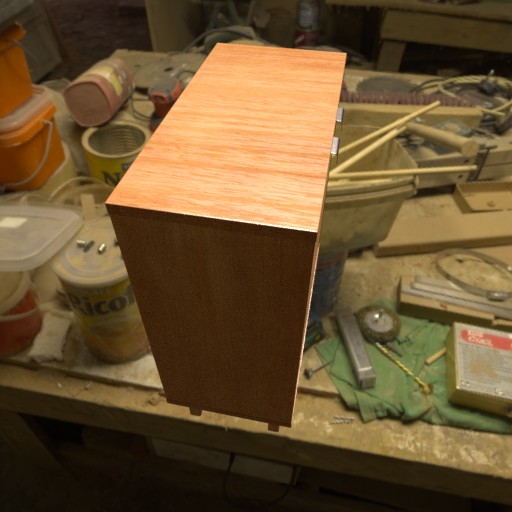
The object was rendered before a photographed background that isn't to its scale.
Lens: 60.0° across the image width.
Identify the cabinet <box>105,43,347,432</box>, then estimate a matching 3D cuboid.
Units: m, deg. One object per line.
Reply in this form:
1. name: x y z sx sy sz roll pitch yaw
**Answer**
1. cabinet: 0.000 0.000 1.427 0.419 1.001 0.800 8 46 8
